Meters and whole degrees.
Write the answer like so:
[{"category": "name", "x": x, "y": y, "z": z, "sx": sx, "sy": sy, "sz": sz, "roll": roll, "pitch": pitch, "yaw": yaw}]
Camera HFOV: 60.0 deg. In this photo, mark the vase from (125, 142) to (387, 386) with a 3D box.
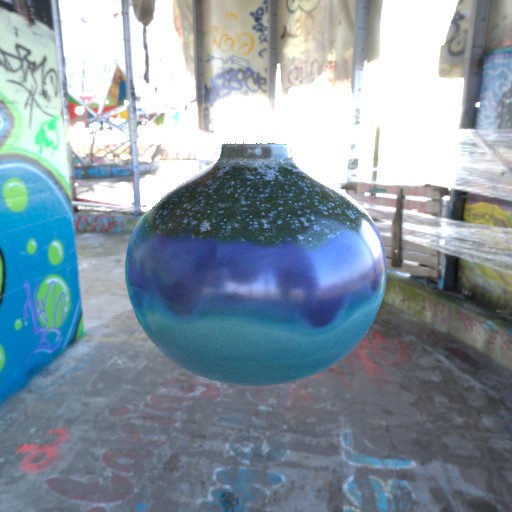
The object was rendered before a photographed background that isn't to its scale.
[{"category": "vase", "x": 0.000, "y": 0.000, "z": 0.269, "sx": 0.154, "sy": 0.133, "sz": 0.154, "roll": 0, "pitch": 15, "yaw": 0}]
